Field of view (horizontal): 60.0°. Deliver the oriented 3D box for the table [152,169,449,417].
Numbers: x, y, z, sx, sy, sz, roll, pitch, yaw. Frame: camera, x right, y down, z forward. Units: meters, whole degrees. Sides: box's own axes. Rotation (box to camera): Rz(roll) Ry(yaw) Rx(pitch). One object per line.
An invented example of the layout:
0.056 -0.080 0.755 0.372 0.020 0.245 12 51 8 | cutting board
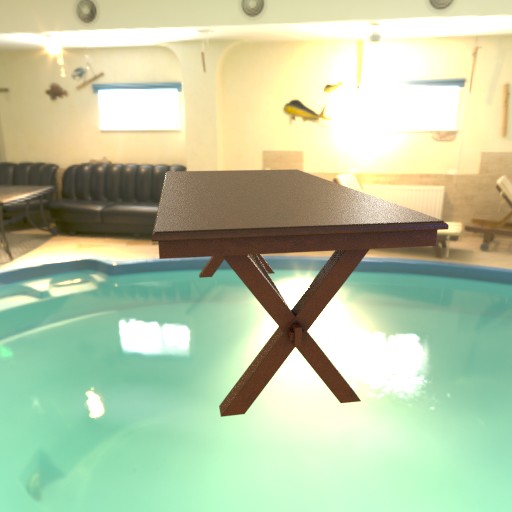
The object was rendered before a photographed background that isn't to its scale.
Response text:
0.000 0.000 1.487 0.594 0.459 1.197 -3 16 -9 | table
